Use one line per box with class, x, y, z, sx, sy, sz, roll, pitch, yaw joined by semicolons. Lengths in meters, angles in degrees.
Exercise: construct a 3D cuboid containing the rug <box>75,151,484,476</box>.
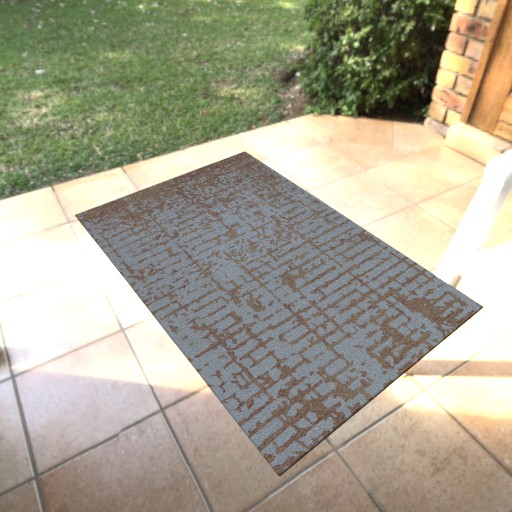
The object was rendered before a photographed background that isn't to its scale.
rug;0.000;0.000;2.284;1.219;0.011;1.829;-27;49;-27
